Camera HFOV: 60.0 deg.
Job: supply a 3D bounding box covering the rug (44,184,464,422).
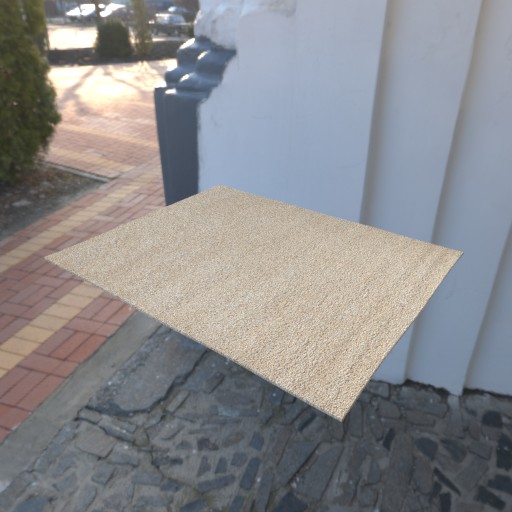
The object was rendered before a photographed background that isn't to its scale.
[{"bbox_3d":[0.000,0.000,4.054,3.000,0.026,2.400,20,35,32],"label":"rug"}]
